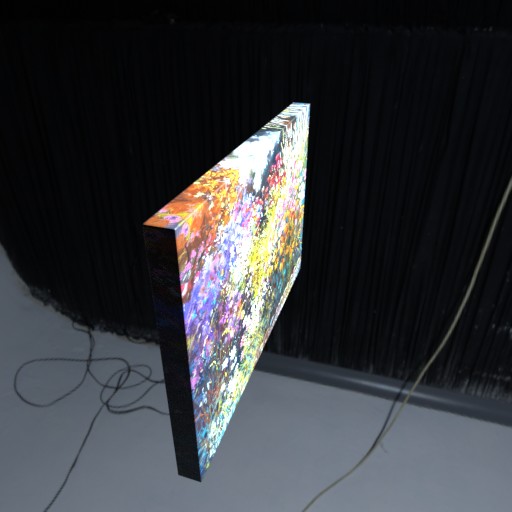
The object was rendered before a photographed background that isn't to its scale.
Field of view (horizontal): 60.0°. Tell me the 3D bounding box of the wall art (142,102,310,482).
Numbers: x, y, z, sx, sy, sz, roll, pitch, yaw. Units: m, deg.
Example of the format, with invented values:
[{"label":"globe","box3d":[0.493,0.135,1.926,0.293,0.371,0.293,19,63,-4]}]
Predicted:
[{"label":"wall art","box3d":[0.000,0.000,0.787,0.037,0.406,0.610,10,32,16]}]
